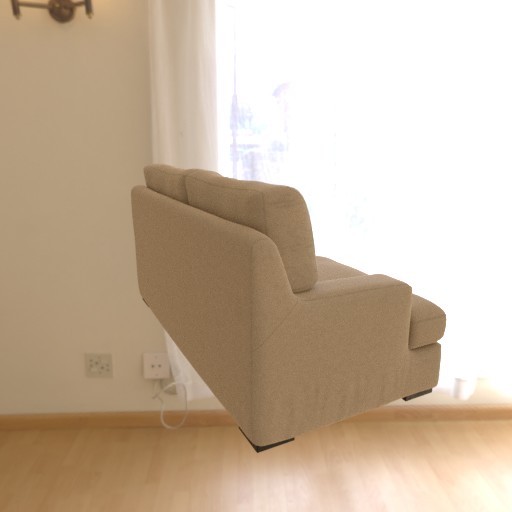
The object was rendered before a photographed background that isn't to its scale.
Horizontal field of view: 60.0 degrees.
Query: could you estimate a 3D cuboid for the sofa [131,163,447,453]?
[{"bbox_3d":[0.000,0.000,2.470,0.962,0.967,1.885,-7,17,-26],"label":"sofa"}]
